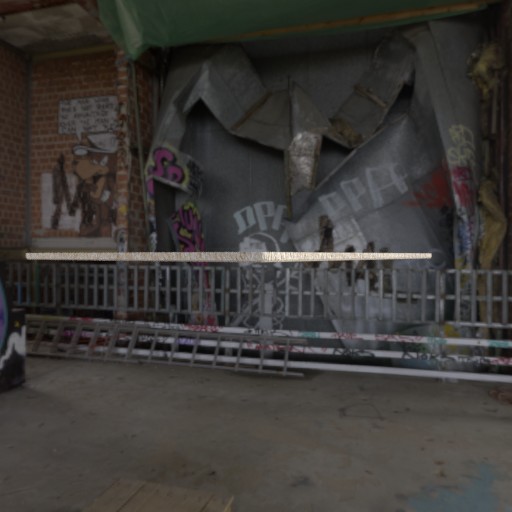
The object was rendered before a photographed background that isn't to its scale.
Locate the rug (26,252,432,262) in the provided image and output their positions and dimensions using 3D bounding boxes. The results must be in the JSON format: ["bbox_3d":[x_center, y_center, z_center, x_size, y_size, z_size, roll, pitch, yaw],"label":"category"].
[{"bbox_3d":[0.000,0.000,2.106,1.200,0.027,1.600,0,0,36],"label":"rug"}]
